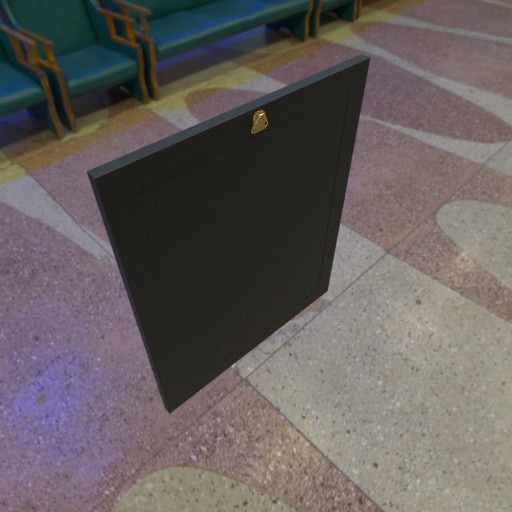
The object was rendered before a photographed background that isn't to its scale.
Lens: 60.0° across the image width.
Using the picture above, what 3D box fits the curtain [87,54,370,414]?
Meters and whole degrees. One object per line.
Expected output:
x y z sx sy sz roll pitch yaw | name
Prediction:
0.000 0.000 0.808 0.483 0.585 0.027 -33 54 -28 | curtain
